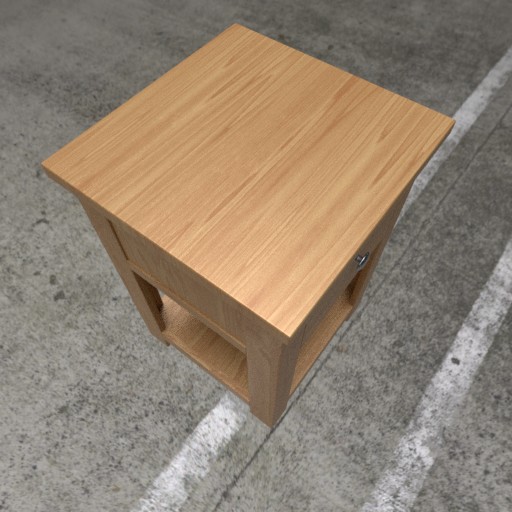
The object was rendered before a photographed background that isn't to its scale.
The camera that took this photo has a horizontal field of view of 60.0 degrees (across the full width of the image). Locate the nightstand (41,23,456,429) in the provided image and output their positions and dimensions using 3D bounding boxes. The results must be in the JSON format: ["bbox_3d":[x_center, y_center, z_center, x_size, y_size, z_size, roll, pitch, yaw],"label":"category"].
[{"bbox_3d":[0.000,0.000,0.888,0.418,0.614,0.428,33,63,19],"label":"nightstand"}]
